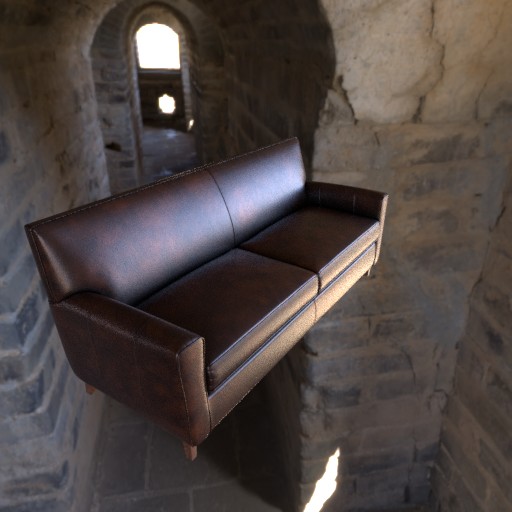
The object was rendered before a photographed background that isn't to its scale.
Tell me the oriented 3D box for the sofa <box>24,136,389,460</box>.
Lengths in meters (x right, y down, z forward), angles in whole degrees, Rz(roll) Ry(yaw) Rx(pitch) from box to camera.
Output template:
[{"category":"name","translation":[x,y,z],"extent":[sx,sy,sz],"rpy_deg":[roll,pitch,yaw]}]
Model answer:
[{"category":"sofa","translation":[0.000,0.000,2.405],"extent":[0.786,0.871,1.995],"rpy_deg":[17,31,31]}]
